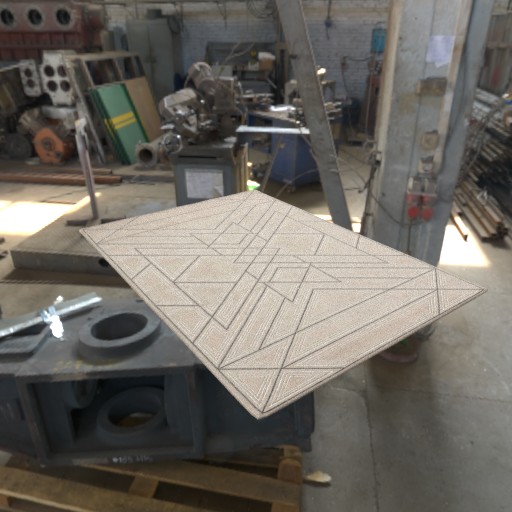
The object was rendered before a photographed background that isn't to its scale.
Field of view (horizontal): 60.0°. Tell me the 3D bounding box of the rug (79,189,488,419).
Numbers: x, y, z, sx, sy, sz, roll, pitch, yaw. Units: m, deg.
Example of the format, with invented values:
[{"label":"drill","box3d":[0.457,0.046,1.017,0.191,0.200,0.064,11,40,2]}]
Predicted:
[{"label":"rug","box3d":[0.000,0.000,4.343,2.436,0.026,3.381,-18,32,-32]}]
